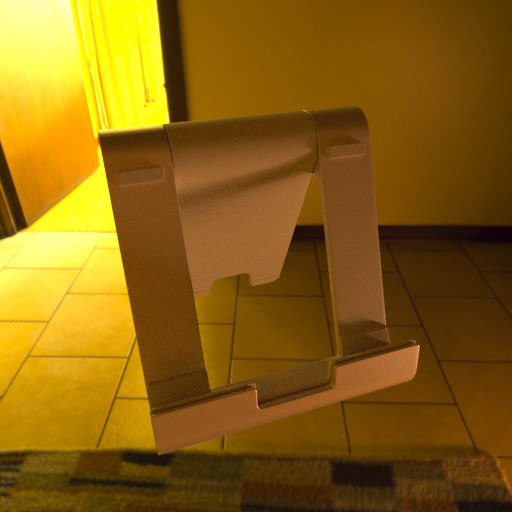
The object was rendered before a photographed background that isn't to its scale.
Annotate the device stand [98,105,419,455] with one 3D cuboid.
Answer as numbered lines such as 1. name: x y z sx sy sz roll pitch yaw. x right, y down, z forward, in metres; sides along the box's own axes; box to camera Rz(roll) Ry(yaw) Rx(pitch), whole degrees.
1. device stand: 0.000 0.000 0.151 0.086 0.084 0.079 -11 35 -16
